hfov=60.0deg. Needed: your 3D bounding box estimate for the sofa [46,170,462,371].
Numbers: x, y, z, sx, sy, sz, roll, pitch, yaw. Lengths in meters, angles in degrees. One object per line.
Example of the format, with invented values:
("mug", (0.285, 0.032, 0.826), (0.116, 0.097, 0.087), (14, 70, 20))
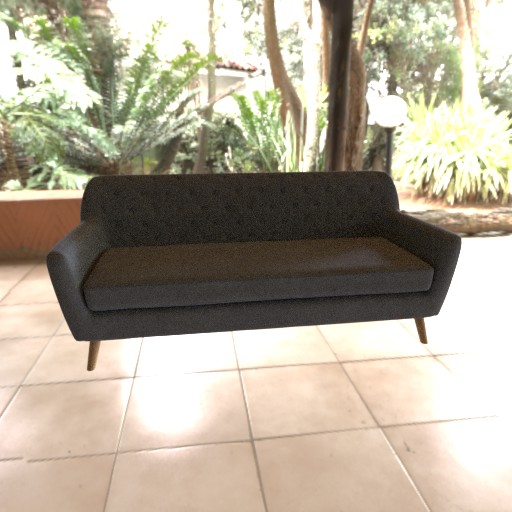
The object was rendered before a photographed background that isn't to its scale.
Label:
("sofa", (0.000, 0.000, 2.456), (1.970, 0.830, 0.830), (-3, 17, -9))
